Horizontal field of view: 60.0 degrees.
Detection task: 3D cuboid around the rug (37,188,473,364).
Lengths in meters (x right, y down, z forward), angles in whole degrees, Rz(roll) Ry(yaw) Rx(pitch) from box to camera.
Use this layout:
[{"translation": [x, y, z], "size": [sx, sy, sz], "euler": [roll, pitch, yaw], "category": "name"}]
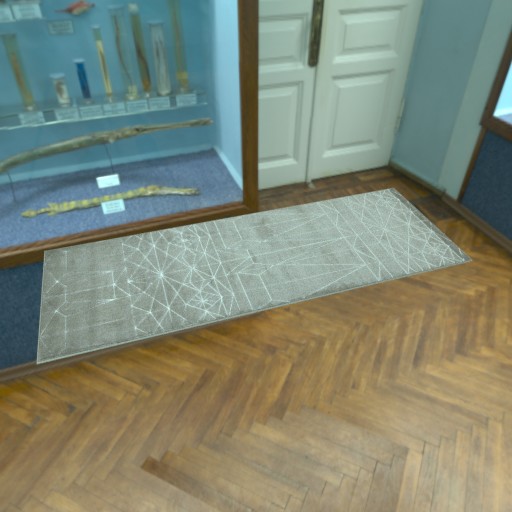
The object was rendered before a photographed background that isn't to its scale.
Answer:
[{"translation": [0.000, 0.000, 2.629], "size": [2.388, 0.012, 0.864], "euler": [-12, 41, -14], "category": "rug"}]
